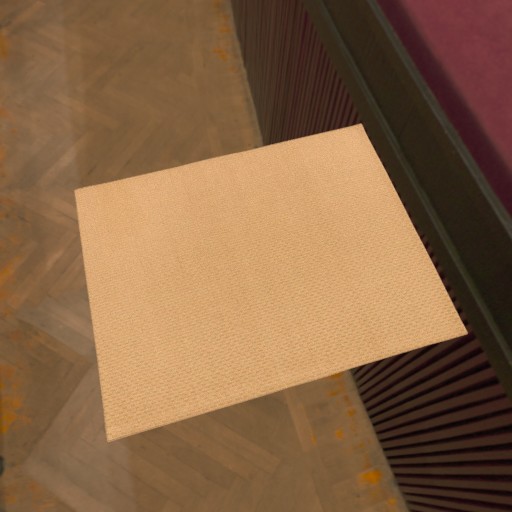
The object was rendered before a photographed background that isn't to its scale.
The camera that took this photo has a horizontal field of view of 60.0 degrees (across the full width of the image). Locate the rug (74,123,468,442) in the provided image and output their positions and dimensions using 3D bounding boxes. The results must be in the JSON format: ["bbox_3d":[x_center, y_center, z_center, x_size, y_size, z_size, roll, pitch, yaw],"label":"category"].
[{"bbox_3d":[0.000,0.000,3.852,2.897,0.035,2.277,-15,65,-7],"label":"rug"}]
